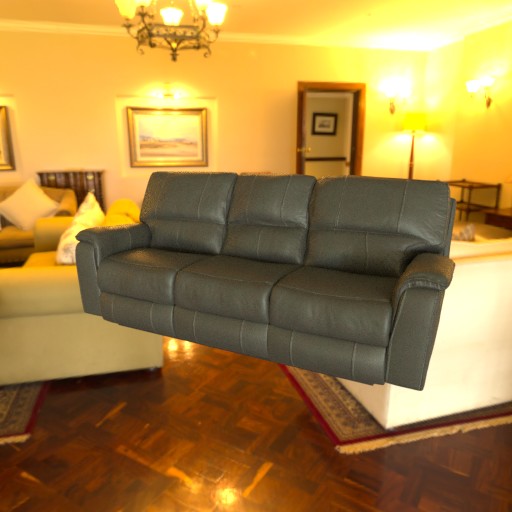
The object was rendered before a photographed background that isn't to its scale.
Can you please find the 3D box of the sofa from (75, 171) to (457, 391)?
[{"bbox_3d":[0.000,0.000,3.194,2.627,1.134,1.104,7,16,26],"label":"sofa"}]
